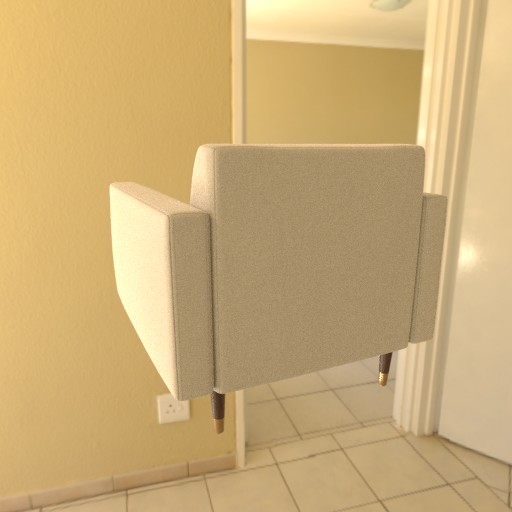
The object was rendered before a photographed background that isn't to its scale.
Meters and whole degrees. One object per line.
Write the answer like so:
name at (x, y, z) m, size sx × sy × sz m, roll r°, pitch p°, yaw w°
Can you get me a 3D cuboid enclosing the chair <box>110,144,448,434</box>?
chair at (0.000, 0.000, 1.670) m, size 0.953 × 0.819 × 0.998 m, roll -7°, pitch 16°, yaw -25°
